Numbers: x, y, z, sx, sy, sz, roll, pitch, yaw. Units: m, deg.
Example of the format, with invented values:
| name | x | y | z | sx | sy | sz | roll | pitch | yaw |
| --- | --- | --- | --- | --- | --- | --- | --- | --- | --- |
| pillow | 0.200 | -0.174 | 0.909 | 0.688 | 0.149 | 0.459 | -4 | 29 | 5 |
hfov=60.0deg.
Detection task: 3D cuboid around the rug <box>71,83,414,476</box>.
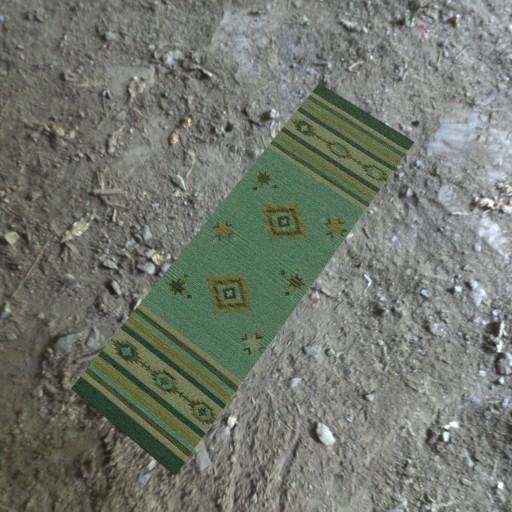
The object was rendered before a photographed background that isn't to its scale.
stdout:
| name | x | y | z | sx | sy | sz | roll | pitch | yaw |
| --- | --- | --- | --- | --- | --- | --- | --- | --- | --- |
| rug | 0.000 | 0.000 | 2.657 | 0.744 | 0.010 | 2.441 | 35 | 77 | 9 |
